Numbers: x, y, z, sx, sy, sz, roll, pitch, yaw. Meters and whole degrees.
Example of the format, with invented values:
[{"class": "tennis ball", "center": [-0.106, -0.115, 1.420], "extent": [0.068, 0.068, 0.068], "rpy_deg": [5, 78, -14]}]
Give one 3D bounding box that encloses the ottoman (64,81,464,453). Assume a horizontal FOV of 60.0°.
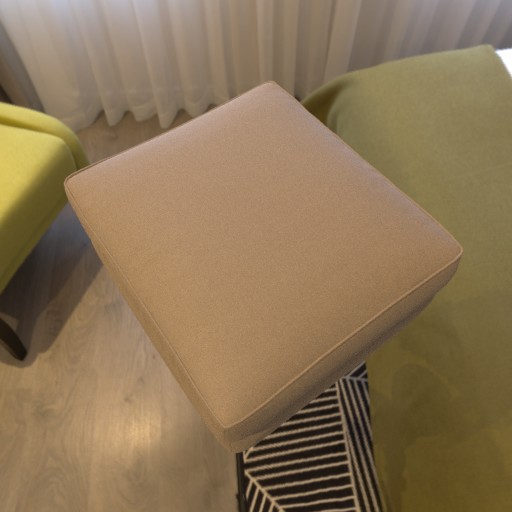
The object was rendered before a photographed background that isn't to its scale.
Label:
[{"class": "ottoman", "center": [0.000, 0.000, 1.144], "extent": [0.662, 0.505, 0.721], "rpy_deg": [-32, 64, -18]}]
